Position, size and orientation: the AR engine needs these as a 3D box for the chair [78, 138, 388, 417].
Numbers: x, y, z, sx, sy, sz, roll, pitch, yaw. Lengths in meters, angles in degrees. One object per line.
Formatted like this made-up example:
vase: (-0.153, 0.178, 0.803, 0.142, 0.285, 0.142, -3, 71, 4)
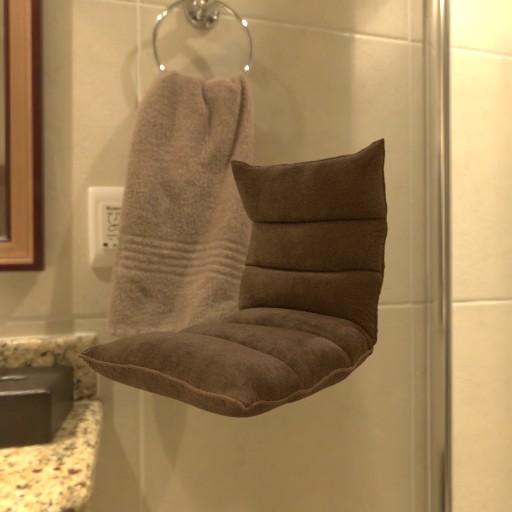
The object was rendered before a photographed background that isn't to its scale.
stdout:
chair: (0.000, 0.000, 1.617, 0.714, 0.892, 0.985, 0, 0, 37)
